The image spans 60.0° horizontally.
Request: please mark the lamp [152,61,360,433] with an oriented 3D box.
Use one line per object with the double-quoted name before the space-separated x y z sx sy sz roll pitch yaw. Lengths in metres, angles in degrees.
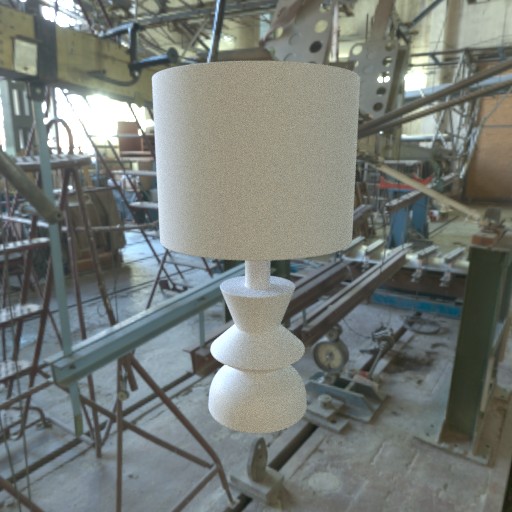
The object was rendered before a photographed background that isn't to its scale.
"lamp" 0.000 0.000 0.717 0.301 0.533 0.301 -3 14 -11
